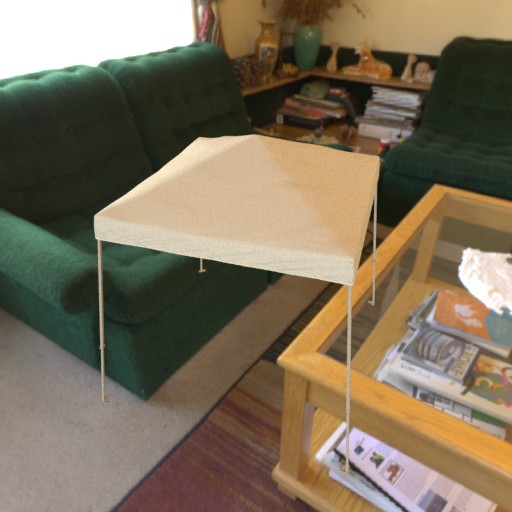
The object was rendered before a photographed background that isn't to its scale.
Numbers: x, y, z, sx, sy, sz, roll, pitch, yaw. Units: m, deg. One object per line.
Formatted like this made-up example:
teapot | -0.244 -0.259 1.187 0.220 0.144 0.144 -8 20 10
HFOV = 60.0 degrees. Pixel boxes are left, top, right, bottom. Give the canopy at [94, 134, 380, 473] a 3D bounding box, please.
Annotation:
canopy | 0.000 0.000 6.501 3.600 3.600 3.599 10 34 15
